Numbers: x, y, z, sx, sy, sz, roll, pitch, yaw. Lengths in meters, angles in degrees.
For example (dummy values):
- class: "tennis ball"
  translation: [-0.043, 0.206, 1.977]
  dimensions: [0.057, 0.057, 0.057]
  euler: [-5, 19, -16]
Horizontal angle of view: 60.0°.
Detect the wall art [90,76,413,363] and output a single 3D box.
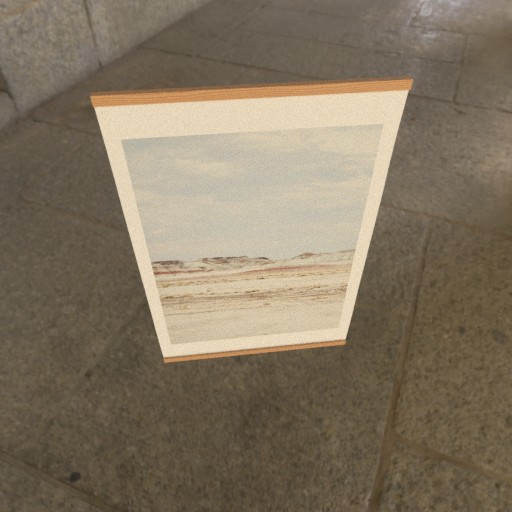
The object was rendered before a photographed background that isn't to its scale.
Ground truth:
- class: "wall art"
  translation: [0.000, 0.000, 1.931]
  dimensions: [1.011, 1.521, 0.025]
  euler: [-5, 46, -5]
